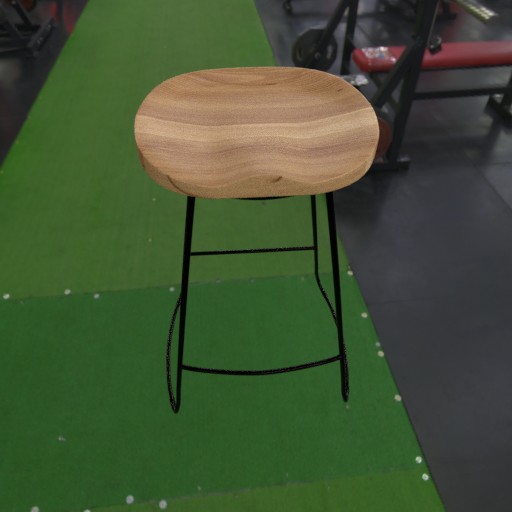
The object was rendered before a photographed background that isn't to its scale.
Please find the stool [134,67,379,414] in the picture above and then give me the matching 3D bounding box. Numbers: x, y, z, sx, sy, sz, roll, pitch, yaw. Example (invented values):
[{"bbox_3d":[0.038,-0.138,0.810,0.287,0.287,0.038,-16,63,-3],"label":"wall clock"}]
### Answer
[{"bbox_3d":[0.000,0.000,0.964,0.480,0.679,0.401,-3,45,-3],"label":"stool"}]
